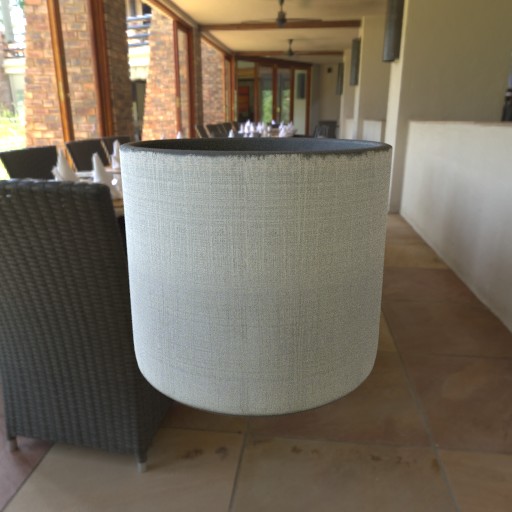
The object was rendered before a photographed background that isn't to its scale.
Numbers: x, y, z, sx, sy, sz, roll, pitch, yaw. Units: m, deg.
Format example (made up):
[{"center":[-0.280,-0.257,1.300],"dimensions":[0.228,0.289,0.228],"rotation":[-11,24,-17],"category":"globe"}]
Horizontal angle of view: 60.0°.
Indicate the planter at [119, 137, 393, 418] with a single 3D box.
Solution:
[{"center":[0.000,0.000,0.403],"dimensions":[0.226,0.201,0.226],"rotation":[0,17,0],"category":"planter"}]
